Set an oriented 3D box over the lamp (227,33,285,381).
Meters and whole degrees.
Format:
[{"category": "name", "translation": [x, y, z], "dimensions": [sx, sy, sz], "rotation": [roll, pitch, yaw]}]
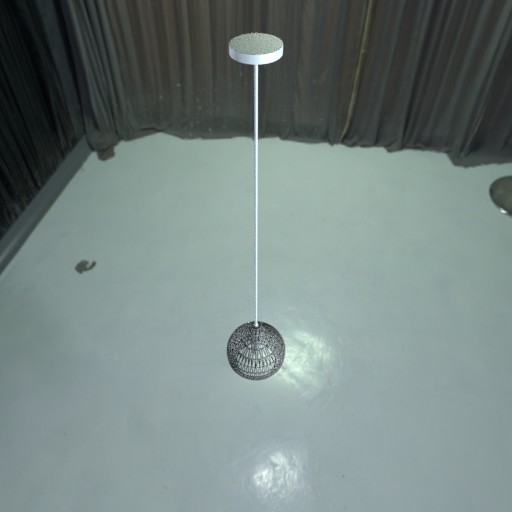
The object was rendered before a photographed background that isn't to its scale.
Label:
[{"category": "lamp", "translation": [0.000, 0.000, 2.066], "dimensions": [0.355, 1.919, 0.355], "rotation": [4, 47, 3]}]
